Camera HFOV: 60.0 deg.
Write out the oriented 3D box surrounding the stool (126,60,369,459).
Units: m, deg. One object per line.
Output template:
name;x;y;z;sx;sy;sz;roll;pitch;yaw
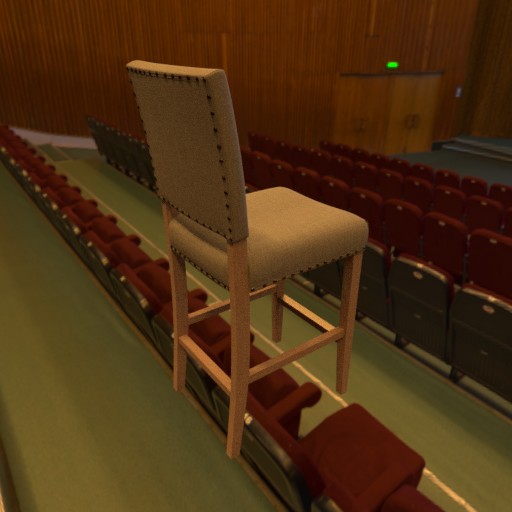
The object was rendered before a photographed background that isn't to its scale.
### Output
stool;0.000;0.000;1.453;0.585;1.173;0.445;-18;32;-32
